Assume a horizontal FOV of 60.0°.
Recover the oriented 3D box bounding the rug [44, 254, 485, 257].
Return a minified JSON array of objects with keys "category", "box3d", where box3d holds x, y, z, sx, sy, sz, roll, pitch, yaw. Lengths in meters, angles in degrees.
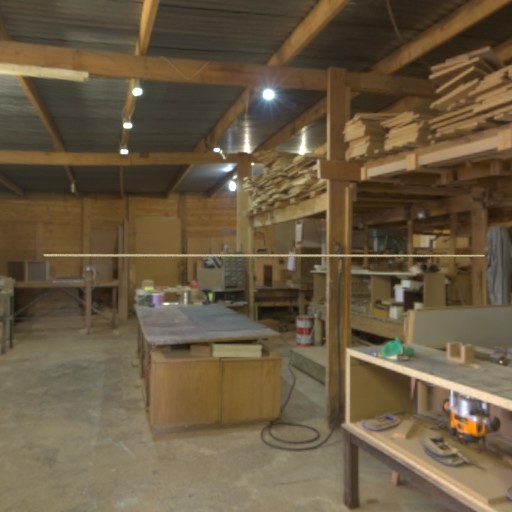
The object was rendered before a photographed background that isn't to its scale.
[{"category":"rug","box3d":[0.000,0.000,3.026,2.438,0.011,1.524,0,0,-18]}]
